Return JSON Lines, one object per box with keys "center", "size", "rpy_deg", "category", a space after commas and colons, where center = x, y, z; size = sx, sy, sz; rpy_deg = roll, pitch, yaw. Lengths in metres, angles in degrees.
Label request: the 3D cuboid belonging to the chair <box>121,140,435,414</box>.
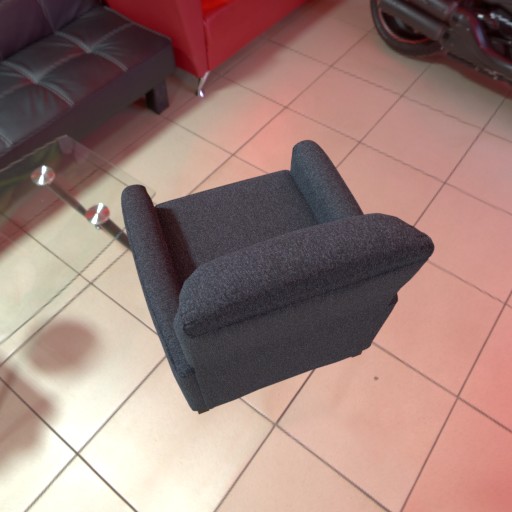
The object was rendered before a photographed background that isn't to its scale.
{"center": [0.000, 0.000, 1.628], "size": [0.839, 1.016, 0.850], "rpy_deg": [-17, 58, -11], "category": "chair"}
